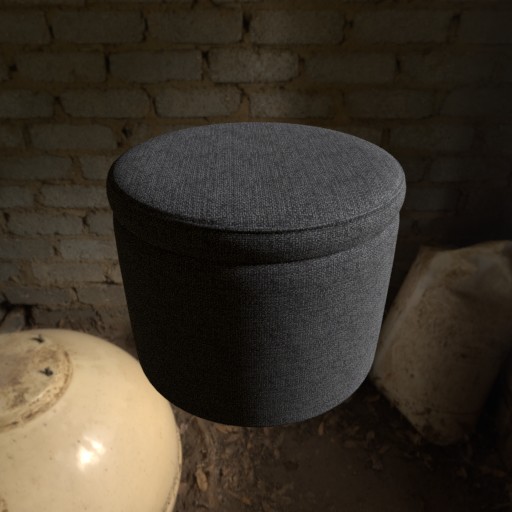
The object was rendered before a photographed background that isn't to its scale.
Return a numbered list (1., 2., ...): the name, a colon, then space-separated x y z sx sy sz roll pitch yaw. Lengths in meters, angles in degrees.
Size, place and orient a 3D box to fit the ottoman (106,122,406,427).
1. ottoman: 0.000 0.000 0.887 0.520 0.430 0.520 0 31 0
